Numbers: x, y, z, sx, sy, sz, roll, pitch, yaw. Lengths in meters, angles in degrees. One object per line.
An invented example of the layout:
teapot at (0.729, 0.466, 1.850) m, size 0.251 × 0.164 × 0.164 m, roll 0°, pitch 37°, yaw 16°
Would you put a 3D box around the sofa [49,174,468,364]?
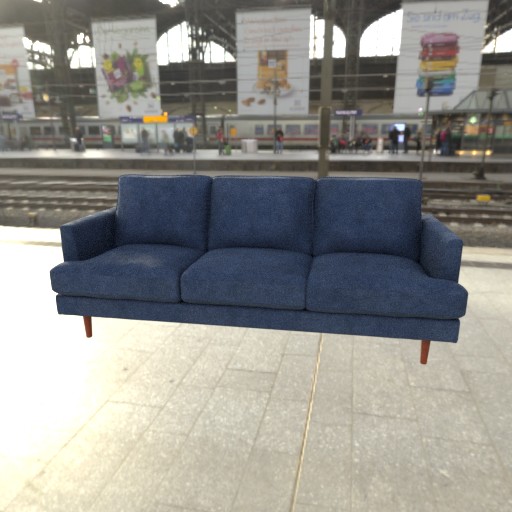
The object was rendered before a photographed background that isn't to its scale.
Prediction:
sofa at (0.000, 0.000, 2.724) m, size 2.246 × 0.930 × 0.903 m, roll 3°, pitch 15°, yaw 9°
